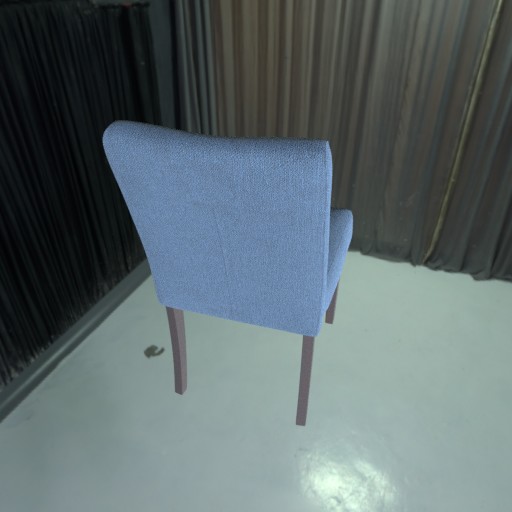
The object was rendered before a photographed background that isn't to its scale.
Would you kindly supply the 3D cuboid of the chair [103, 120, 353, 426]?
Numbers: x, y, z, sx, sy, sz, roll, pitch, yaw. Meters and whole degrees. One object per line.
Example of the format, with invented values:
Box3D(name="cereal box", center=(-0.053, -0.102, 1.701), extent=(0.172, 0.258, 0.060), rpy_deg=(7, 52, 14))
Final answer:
Box3D(name="chair", center=(0.000, 0.000, 1.260), extent=(0.487, 0.882, 0.629), rpy_deg=(10, 35, 14))
